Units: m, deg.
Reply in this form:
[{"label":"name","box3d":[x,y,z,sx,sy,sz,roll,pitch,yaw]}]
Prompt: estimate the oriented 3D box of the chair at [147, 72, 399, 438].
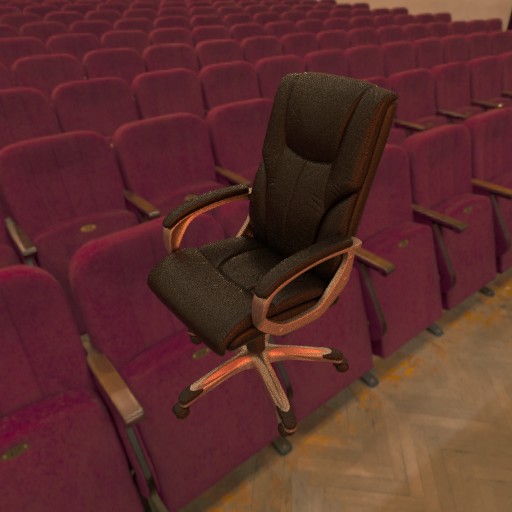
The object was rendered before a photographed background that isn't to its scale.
[{"label":"chair","box3d":[0.000,0.000,1.589,0.780,1.145,0.700,-22,38,-32]}]
